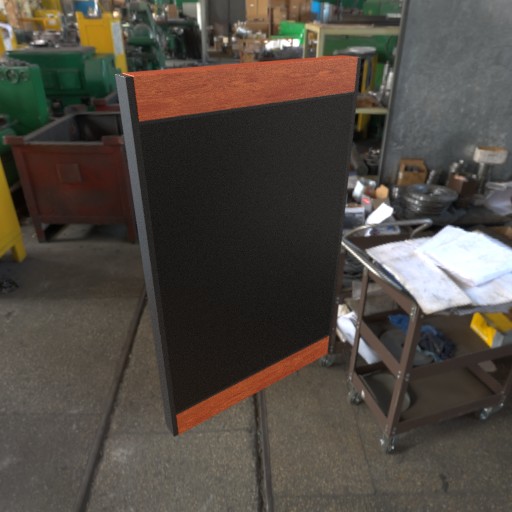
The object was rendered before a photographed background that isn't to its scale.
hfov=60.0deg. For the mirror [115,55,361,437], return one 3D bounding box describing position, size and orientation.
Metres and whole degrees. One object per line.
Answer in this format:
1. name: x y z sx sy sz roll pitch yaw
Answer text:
1. mirror: 0.000 0.000 1.030 0.525 0.823 0.047 -19 35 -31
